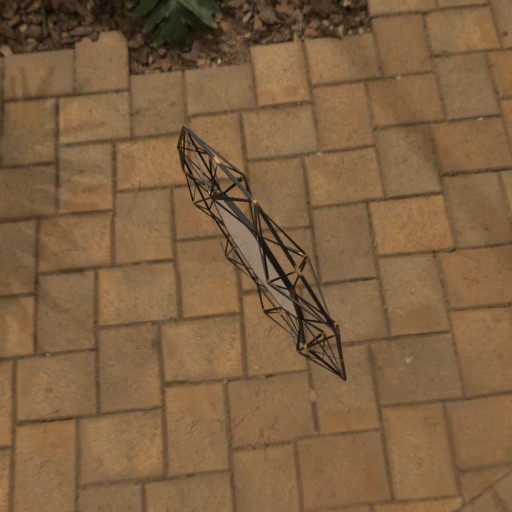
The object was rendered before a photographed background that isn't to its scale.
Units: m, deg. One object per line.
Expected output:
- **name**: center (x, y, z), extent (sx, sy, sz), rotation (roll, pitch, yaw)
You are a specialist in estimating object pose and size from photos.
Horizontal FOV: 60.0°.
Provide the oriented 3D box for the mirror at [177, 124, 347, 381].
- **mirror**: center (0.000, 0.000, 1.073), extent (0.094, 0.710, 0.710), rotation (-34, 78, -8)
